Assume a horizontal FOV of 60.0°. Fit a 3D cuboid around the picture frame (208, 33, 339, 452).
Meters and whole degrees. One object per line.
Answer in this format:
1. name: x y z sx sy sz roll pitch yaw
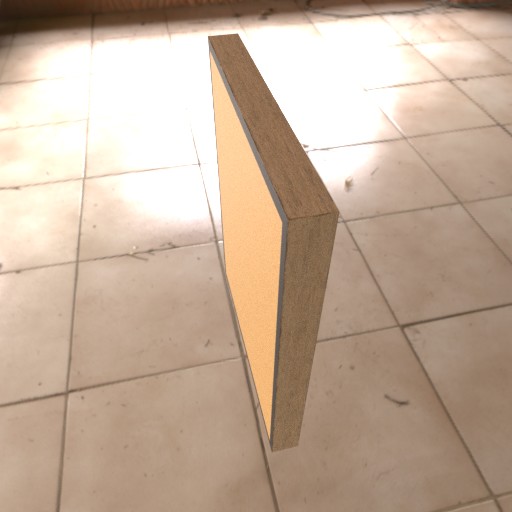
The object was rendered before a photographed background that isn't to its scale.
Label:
1. picture frame: 0.000 0.000 0.708 0.046 0.526 0.421 -10 47 -9
